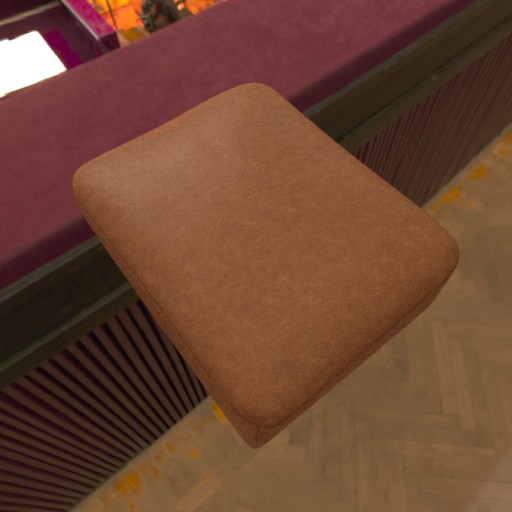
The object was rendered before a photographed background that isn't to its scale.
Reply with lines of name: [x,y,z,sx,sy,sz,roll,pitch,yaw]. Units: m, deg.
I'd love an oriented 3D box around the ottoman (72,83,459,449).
ottoman: [0.000,0.000,1.117,0.593,0.478,0.747,-34,64,-19]
